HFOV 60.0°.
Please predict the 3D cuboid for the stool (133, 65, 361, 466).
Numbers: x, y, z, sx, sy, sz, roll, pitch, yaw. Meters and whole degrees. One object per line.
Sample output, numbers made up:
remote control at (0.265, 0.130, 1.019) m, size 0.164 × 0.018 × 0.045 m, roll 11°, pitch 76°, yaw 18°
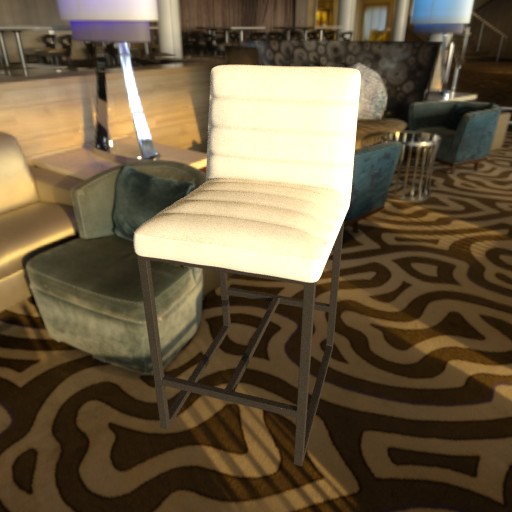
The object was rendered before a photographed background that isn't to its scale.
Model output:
stool at (0.000, 0.000, 1.272) m, size 0.459 × 0.971 × 0.567 m, roll 8°, pitch 28°, yaw 16°
